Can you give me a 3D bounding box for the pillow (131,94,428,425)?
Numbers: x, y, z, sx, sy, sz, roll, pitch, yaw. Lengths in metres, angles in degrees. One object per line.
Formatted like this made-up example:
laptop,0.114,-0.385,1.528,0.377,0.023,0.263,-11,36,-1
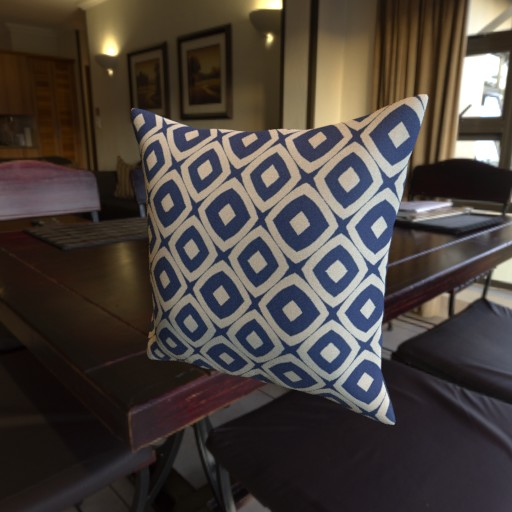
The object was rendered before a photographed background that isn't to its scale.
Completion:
pillow,0.000,0.000,0.749,0.504,0.494,0.188,7,16,26
